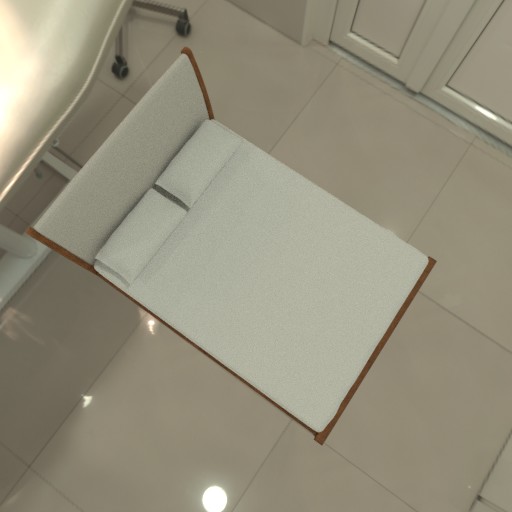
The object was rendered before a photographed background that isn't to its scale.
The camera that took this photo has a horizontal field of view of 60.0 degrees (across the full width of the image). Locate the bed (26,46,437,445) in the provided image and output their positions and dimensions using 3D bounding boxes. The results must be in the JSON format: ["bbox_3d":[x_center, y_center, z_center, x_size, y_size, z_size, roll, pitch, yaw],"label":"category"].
[{"bbox_3d":[0.000,0.000,2.980,2.108,1.135,1.502,34,79,8],"label":"bed"}]
